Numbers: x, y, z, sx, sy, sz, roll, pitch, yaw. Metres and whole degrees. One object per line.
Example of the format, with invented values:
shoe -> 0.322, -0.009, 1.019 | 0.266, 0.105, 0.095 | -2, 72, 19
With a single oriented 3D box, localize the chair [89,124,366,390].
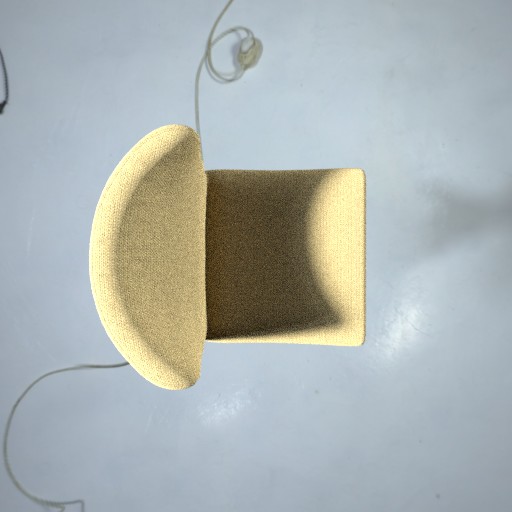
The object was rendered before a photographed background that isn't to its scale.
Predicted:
chair -> 0.000, 0.000, 1.181 | 0.589, 0.839, 0.491 | 0, 90, 0
